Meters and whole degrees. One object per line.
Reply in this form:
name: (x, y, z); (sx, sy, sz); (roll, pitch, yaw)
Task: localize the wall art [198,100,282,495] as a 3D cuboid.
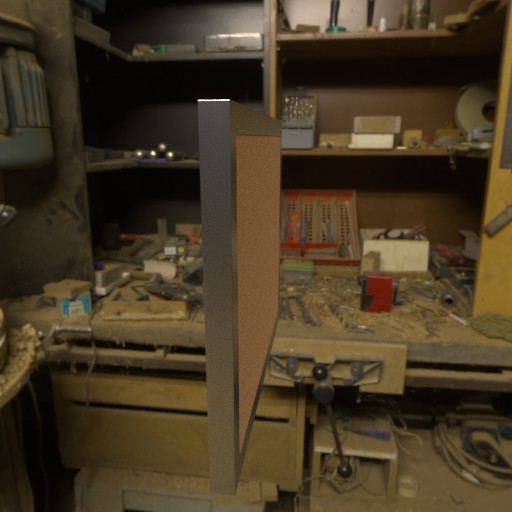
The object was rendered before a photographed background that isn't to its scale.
wall art: (0.000, 0.000, 0.749); (0.032, 0.456, 0.557); (2, 15, 8)
